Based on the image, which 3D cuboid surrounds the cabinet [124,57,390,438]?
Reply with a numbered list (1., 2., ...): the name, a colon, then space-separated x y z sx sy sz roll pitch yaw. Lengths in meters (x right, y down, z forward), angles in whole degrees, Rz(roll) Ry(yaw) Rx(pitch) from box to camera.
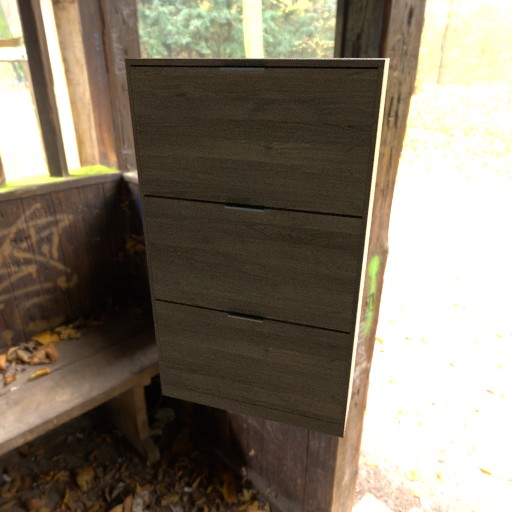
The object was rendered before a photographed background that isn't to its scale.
1. cabinet: 0.000 0.000 1.572 0.750 1.280 0.250 8 26 16
